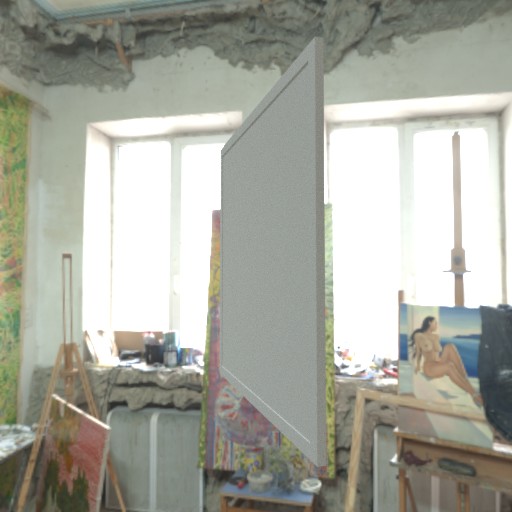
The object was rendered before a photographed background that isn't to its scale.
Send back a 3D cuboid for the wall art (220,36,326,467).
[{"bbox_3d":[0.000,0.000,0.996,0.015,0.660,0.660,1,-2,-17],"label":"wall art"}]
